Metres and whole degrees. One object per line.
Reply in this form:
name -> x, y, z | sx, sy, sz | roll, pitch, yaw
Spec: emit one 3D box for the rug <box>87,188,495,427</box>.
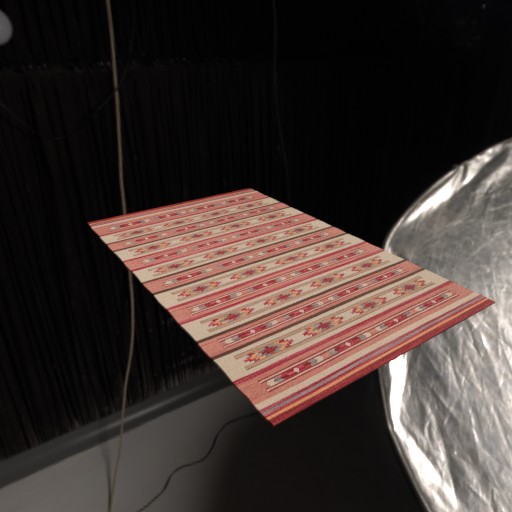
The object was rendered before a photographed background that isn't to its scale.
rug -> 0.000, 0.000, 2.945 | 1.535, 0.010, 2.431 | -17, 31, -30
